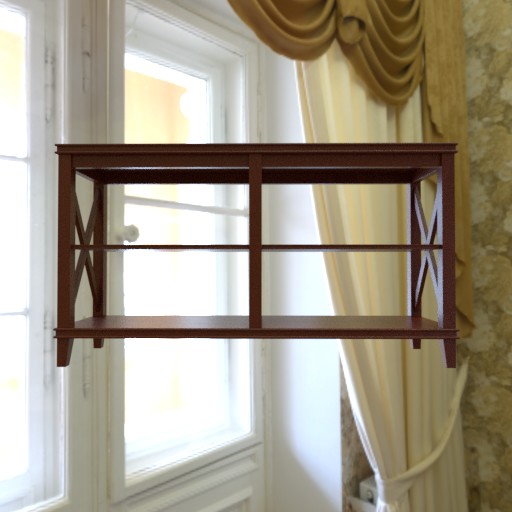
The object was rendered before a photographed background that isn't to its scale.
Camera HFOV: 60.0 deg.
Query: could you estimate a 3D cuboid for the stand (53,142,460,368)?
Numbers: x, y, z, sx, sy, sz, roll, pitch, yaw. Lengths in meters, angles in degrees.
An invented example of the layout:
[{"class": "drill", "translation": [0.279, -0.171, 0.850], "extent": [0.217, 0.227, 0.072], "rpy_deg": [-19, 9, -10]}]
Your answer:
[{"class": "stand", "translation": [0.000, 0.000, 1.688], "extent": [1.372, 0.762, 0.381], "rpy_deg": [0, -1, 1]}]
